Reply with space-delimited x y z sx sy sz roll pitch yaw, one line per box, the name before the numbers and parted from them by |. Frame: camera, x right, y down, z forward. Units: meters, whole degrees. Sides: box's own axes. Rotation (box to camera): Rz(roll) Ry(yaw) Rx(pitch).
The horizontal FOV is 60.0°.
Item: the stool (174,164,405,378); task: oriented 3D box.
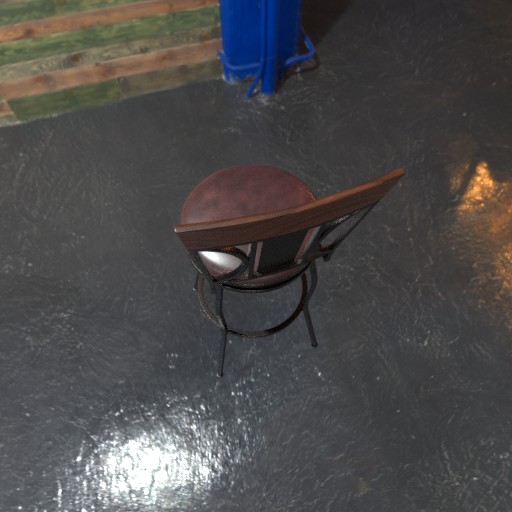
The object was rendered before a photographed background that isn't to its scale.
stool | 0.000 0.000 1.405 0.448 1.130 0.513 -15 60 -9
